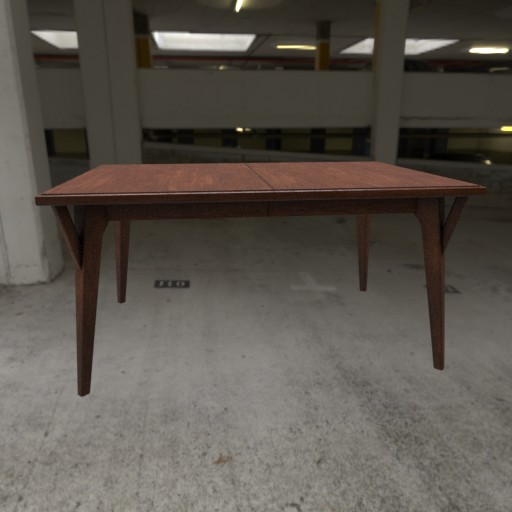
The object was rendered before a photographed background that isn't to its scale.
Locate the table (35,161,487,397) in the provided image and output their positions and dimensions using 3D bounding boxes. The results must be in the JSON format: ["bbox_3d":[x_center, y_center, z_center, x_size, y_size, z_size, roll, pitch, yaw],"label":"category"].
[{"bbox_3d":[0.000,0.000,2.058,1.524,0.761,0.990,-2,17,-7],"label":"table"}]
